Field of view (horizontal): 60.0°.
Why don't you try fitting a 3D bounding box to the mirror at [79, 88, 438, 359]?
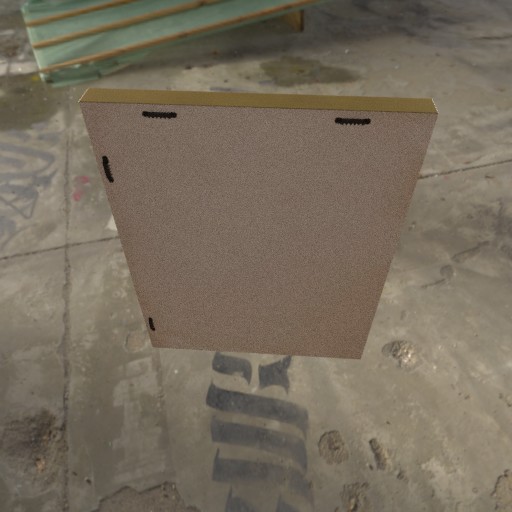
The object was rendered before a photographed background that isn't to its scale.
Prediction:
[{"bbox_3d":[0.000,0.000,0.689,0.405,0.508,0.041,3,46,3],"label":"mirror"}]
